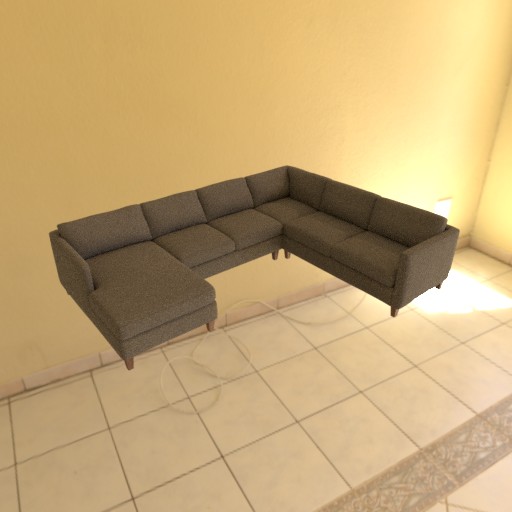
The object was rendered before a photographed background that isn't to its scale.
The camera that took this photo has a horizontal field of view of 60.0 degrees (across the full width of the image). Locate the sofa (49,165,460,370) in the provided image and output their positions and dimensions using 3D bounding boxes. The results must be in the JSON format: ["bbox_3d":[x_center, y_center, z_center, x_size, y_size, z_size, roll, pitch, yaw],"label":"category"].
[{"bbox_3d":[0.000,0.000,4.482,3.238,0.853,2.551,-21,35,-34],"label":"sofa"}]
